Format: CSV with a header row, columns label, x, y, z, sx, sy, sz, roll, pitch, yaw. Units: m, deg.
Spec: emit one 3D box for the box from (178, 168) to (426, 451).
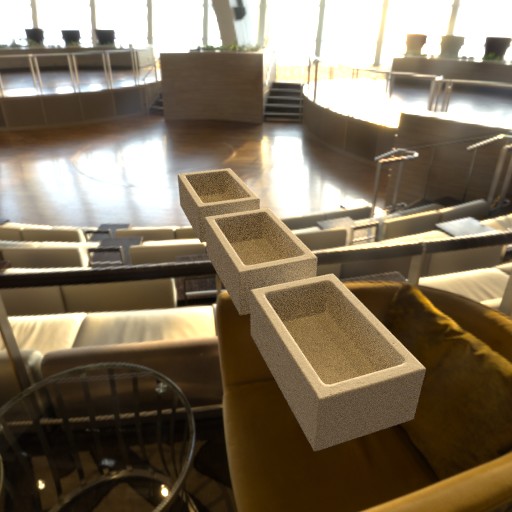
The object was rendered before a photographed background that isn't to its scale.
label,x,y,z,sx,sy,sz,roll,pitch,yaw
box,0.000,0.000,0.492,0.082,0.051,0.461,-10,31,-17
